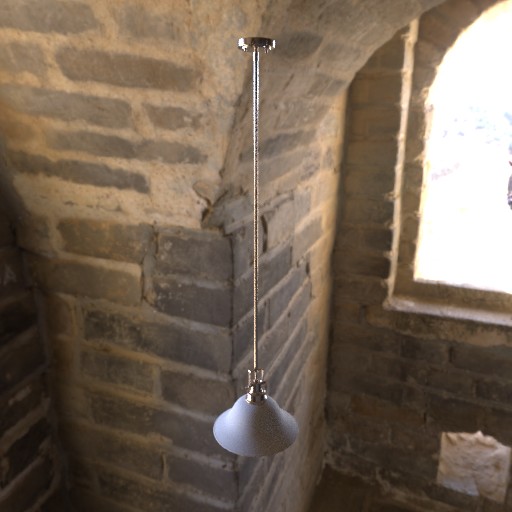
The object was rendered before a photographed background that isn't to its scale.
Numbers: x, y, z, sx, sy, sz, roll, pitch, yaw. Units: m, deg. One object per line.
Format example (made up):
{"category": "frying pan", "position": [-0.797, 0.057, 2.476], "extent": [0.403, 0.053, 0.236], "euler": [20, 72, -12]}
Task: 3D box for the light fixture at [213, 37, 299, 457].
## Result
{"category": "light fixture", "position": [0.000, 0.000, 1.522], "extent": [0.324, 1.354, 0.324], "euler": [-7, 16, -25]}
